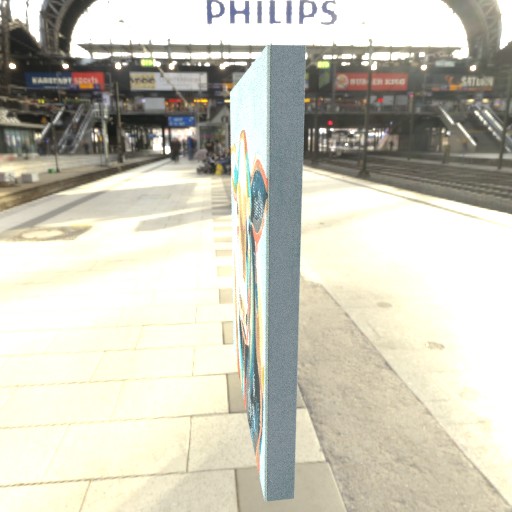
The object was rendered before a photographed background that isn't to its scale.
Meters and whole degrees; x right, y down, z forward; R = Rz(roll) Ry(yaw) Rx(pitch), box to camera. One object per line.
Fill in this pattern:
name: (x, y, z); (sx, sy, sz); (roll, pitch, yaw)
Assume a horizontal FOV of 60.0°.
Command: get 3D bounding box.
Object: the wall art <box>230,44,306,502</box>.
wall art: (0.000, 0.000, 0.671); (0.037, 0.509, 0.409); (-2, 15, -8)
